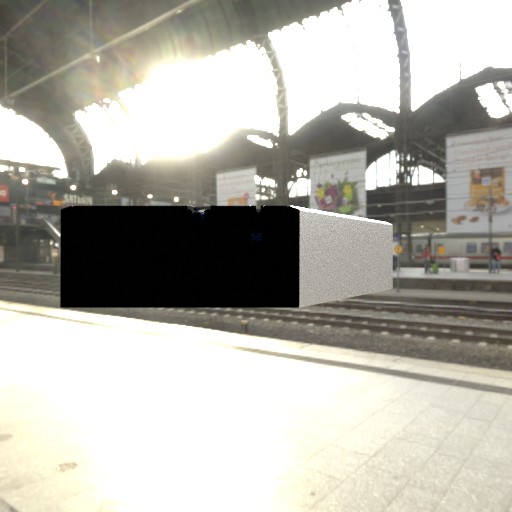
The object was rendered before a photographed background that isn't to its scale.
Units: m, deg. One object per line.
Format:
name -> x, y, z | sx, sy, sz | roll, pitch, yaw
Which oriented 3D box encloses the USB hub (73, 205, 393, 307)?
USB hub -> 0.000, 0.000, 0.124 | 0.044, 0.023, 0.110 | 0, 0, 35
